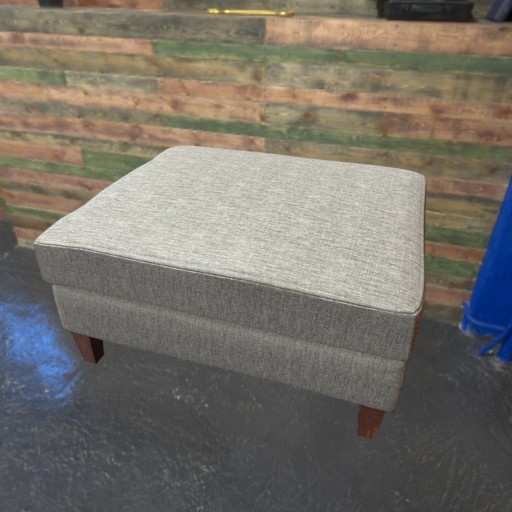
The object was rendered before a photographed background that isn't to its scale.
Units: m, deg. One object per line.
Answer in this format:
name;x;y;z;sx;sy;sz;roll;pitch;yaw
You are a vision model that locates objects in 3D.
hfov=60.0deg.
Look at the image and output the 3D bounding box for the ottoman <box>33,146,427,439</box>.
ottoman;0.000;0.000;1.453;0.994;0.492;0.839;10;34;15
